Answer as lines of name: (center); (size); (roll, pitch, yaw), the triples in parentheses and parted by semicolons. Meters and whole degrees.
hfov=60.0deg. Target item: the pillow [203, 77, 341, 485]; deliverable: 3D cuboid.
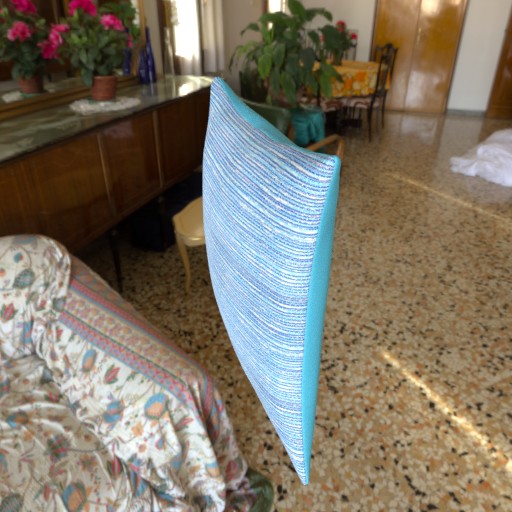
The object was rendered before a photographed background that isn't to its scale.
pillow: (0.000, 0.000, 0.742); (0.150, 0.497, 0.514); (-8, 31, -15)
